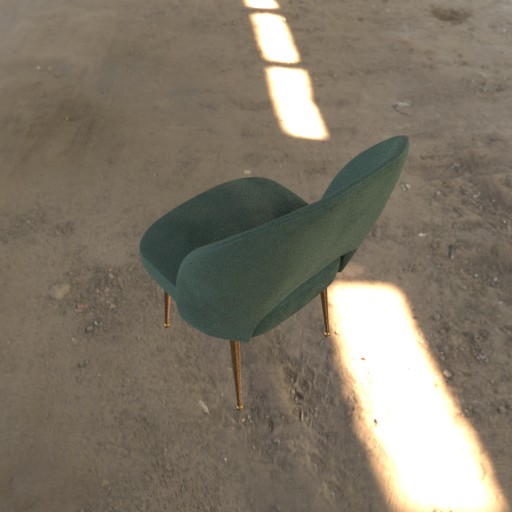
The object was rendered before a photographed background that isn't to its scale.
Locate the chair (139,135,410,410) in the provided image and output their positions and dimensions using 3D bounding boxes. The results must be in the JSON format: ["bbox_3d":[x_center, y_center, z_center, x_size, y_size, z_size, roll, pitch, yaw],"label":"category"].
[{"bbox_3d":[0.000,0.000,1.192,0.527,0.860,0.577,-33,56,-27],"label":"chair"}]
